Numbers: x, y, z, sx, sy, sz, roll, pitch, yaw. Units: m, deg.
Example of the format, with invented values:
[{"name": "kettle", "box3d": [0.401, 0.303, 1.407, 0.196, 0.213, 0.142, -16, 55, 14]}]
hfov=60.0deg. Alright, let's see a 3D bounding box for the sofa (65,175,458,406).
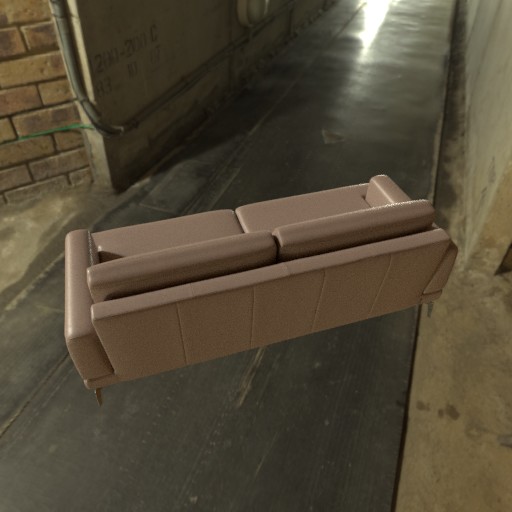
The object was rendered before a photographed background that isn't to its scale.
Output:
[{"name": "sofa", "box3d": [0.000, 0.000, 2.422, 1.940, 0.765, 0.974, -12, 44, -13]}]
